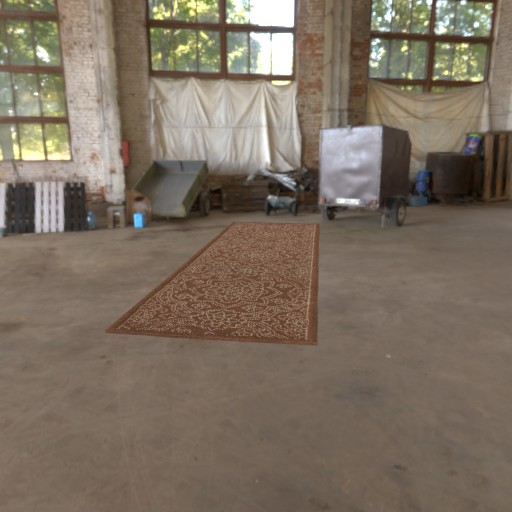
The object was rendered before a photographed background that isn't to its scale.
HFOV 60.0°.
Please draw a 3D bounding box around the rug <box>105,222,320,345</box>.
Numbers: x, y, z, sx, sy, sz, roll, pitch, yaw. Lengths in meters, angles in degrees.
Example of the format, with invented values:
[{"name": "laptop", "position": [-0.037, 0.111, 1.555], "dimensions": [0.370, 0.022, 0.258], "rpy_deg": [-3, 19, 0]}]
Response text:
[{"name": "rug", "position": [0.000, 0.000, 2.724], "dimensions": [0.769, 0.012, 2.448], "rpy_deg": [2, 14, 8]}]
